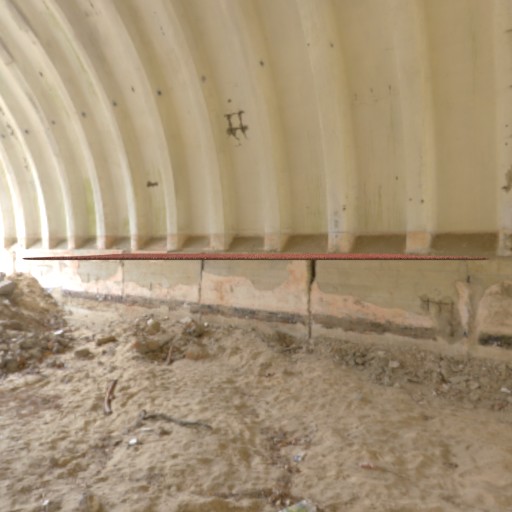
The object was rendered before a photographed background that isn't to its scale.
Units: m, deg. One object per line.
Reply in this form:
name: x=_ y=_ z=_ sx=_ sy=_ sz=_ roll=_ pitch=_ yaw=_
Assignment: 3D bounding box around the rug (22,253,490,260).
rug: x=0.000 y=0.000 z=5.151 sx=3.965 sy=0.025 sz=2.803 roll=0 pitch=1 yaw=0
